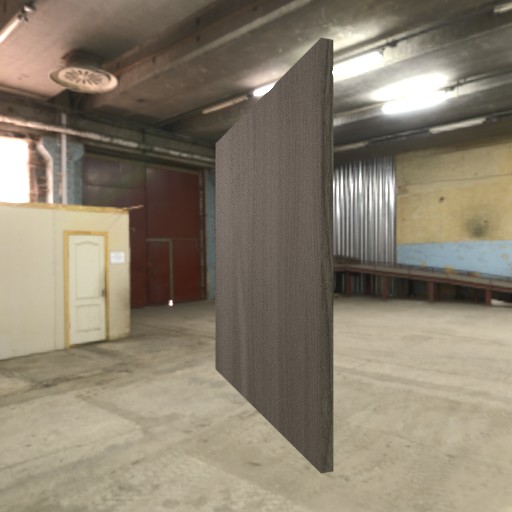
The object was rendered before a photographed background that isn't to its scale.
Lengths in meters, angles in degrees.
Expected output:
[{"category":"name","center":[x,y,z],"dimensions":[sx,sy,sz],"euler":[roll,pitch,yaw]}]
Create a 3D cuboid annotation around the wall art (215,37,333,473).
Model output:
[{"category":"wall art","center":[0.000,0.000,0.758],"dimensions":[0.016,0.507,0.508],"euler":[0,0,-19]}]
